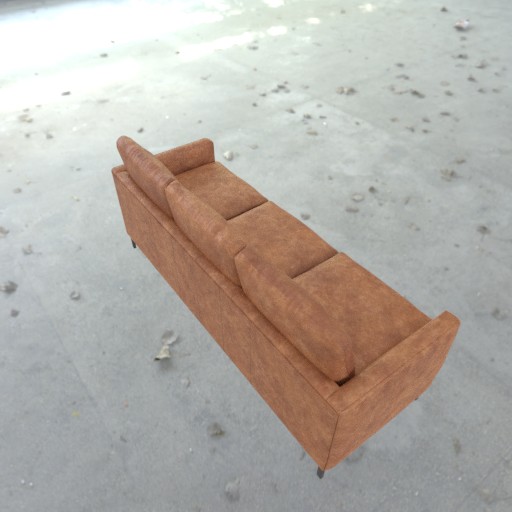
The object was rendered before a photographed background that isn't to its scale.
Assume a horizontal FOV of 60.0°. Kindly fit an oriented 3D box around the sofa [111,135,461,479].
[{"bbox_3d":[0.000,0.000,2.397,0.748,0.863,2.029,-26,48,-26],"label":"sofa"}]
